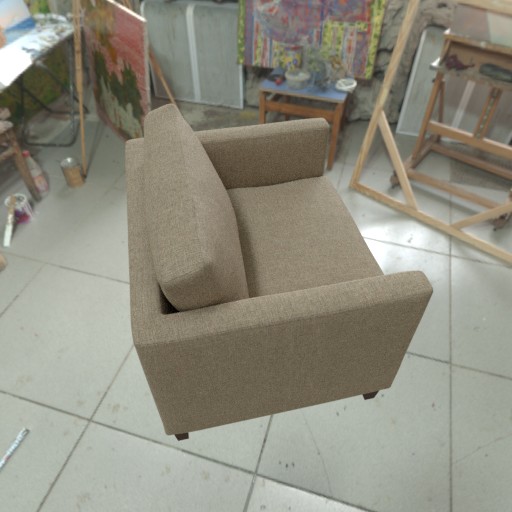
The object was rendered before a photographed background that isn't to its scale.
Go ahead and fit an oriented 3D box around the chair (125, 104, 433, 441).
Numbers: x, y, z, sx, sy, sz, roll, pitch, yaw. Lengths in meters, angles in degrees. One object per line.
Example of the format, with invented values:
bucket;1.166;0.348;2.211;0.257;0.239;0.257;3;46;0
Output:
chair;0.000;0.000;1.858;0.959;0.987;1.107;-9;47;-9
